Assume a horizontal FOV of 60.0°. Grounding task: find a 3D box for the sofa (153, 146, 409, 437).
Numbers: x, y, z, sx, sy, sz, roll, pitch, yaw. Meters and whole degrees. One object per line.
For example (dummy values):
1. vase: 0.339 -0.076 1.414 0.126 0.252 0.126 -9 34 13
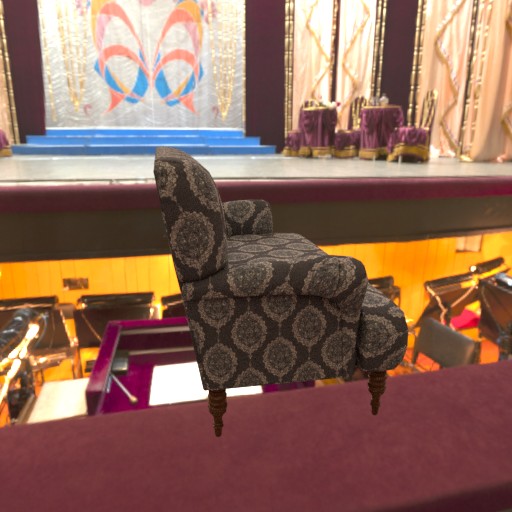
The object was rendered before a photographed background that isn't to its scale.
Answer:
1. sofa: 0.000 0.000 1.853 0.779 0.867 1.297 -3 16 -12
